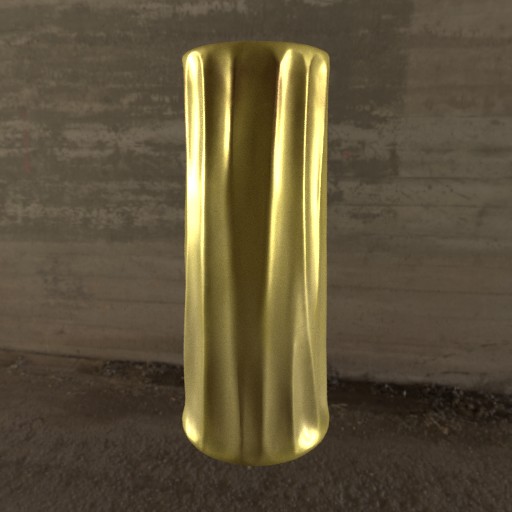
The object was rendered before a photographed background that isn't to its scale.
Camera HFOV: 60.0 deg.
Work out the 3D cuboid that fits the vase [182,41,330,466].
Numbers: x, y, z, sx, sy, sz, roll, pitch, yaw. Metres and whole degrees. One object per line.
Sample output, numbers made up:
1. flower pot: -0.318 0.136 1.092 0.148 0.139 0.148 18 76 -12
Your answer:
1. vase: 0.000 0.000 0.172 0.061 0.143 0.061 0 13 0
